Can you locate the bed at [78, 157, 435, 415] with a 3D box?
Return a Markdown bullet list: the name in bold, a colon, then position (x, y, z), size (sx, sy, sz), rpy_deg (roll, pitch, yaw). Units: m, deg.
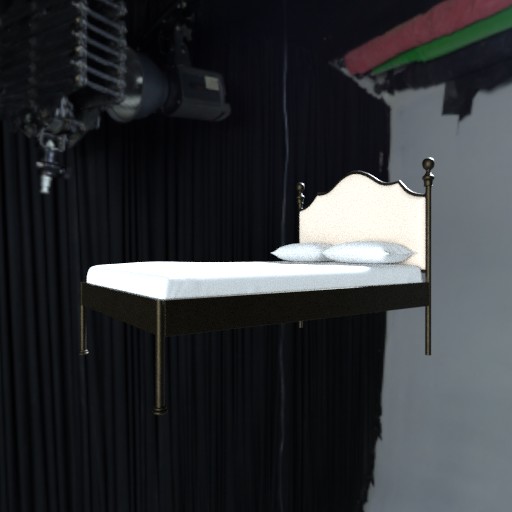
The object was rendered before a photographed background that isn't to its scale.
- **bed**: position (0.000, 0.000, 3.267), size (2.170, 1.462, 1.533), rpy_deg (0, 1, -35)
